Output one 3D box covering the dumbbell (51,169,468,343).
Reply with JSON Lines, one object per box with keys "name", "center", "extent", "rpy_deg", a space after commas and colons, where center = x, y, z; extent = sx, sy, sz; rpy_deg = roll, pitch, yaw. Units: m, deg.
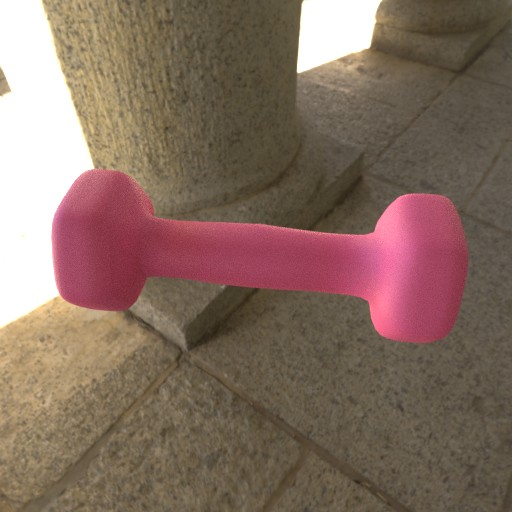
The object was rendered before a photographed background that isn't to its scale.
{"name": "dumbbell", "center": [0.000, 0.000, 0.170], "extent": [0.146, 0.053, 0.058], "rpy_deg": [6, 47, 5]}
